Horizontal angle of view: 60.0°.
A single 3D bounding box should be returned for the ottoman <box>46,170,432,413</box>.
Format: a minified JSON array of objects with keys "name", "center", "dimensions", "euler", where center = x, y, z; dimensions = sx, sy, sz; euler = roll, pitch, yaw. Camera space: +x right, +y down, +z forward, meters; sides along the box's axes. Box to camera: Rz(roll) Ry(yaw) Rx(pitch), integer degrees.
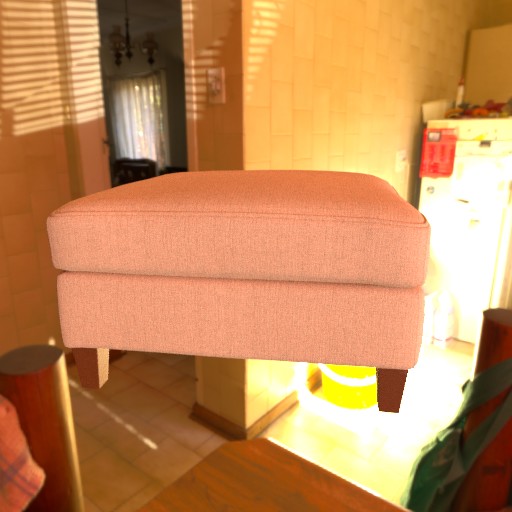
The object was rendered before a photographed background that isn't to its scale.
[{"name":"ottoman","center":[0.000,0.000,1.347],"dimensions":[0.838,0.503,0.838],"euler":[2,16,8]}]
